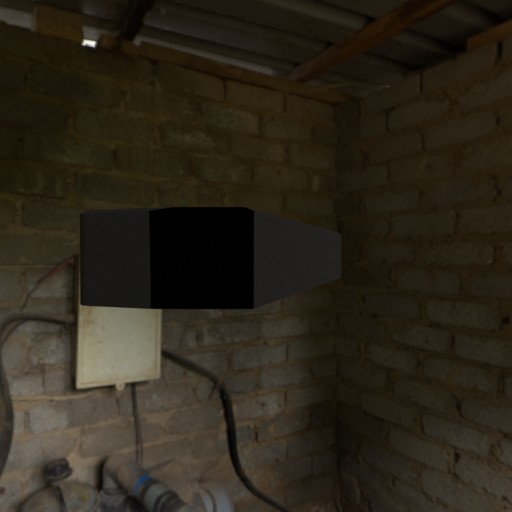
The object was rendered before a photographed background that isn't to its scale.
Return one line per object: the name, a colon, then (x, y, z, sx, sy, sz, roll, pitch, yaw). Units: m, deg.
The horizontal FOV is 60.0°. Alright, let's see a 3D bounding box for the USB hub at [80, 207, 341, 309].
USB hub: (0.000, 0.000, 0.168, 0.044, 0.023, 0.145, 0, 0, 19)
